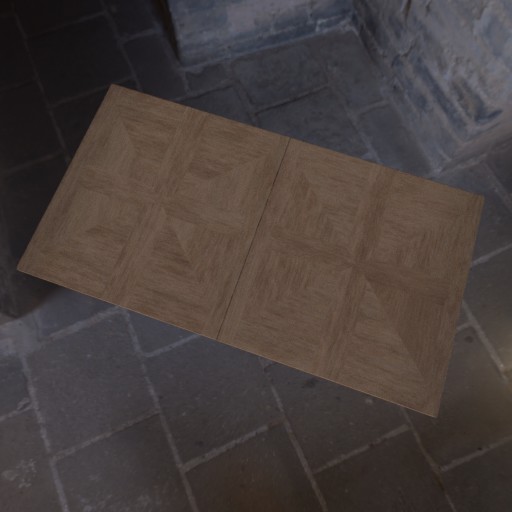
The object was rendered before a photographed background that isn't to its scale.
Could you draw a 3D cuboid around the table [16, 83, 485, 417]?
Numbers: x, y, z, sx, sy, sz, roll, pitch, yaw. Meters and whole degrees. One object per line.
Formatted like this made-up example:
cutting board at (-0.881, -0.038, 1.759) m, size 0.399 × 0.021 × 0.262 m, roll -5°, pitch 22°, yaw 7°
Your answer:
table at (0.000, 0.000, 2.361) m, size 1.881 × 0.768 × 1.016 m, roll 18°, pitch 74°, yaw 5°
